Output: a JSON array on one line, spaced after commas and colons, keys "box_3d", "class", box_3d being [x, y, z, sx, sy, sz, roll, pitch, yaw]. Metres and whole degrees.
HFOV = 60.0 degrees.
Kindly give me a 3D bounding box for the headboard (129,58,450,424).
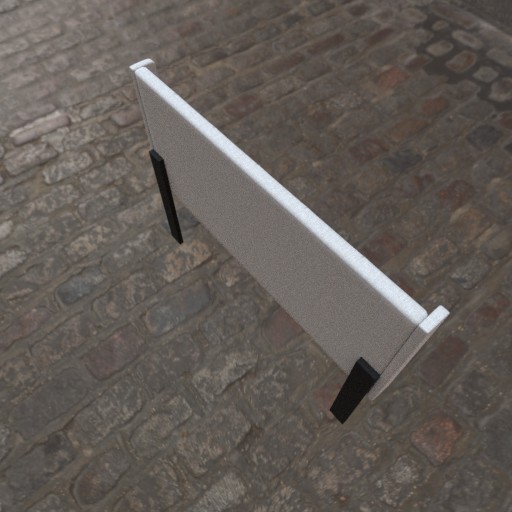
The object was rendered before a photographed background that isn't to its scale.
[{"box_3d": [0.000, 0.000, 2.671, 0.184, 1.524, 2.051, -35, 64, -20], "class": "headboard"}]
